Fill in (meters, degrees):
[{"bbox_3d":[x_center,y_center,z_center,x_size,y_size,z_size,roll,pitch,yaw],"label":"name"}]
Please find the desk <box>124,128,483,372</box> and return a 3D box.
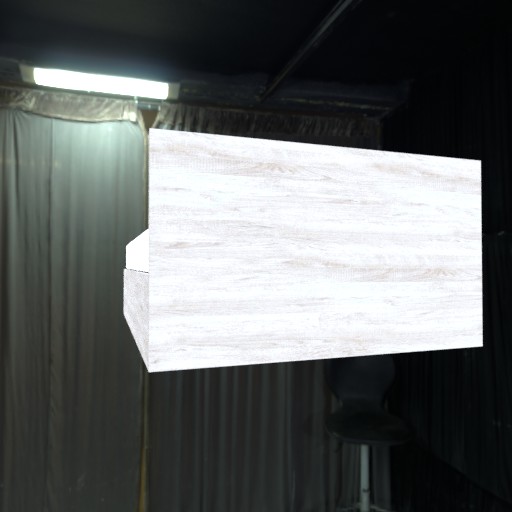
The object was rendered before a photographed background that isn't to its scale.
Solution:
[{"bbox_3d":[0.000,0.000,2.577,1.400,0.800,1.900,0,-1,-19],"label":"desk"}]
